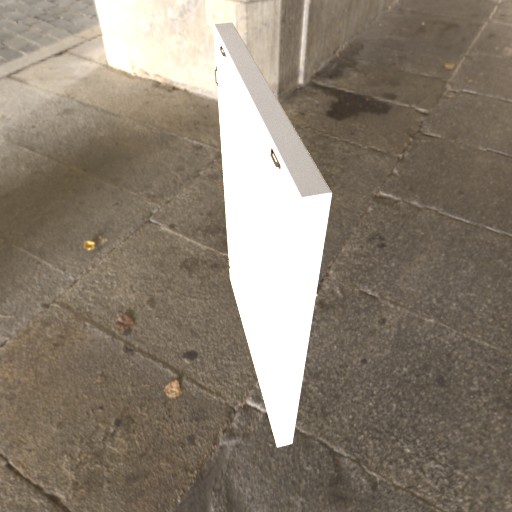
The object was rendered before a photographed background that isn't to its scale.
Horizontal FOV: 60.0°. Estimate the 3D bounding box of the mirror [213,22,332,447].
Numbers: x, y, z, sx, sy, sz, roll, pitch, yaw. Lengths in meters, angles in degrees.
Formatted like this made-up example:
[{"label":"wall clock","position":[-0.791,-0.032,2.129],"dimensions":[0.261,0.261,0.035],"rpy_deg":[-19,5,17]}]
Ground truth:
[{"label":"mirror","position":[0.000,0.000,0.895],"dimensions":[0.040,0.710,0.507],"rpy_deg":[-10,48,-10]}]
